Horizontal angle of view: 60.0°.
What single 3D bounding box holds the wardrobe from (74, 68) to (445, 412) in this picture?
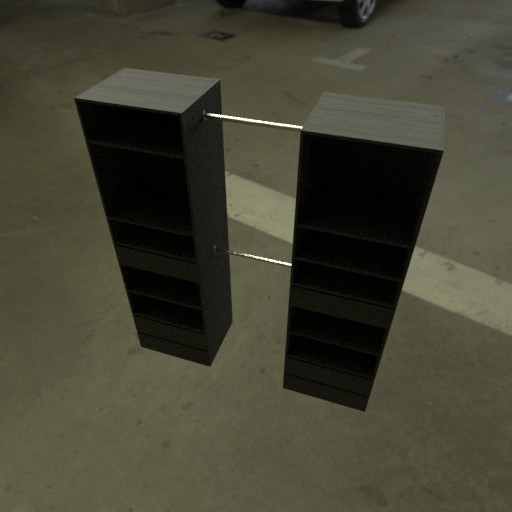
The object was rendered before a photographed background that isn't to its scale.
[{"bbox_3d":[0.000,0.000,2.836,1.770,2.000,0.480,12,42,14],"label":"wardrobe"}]
